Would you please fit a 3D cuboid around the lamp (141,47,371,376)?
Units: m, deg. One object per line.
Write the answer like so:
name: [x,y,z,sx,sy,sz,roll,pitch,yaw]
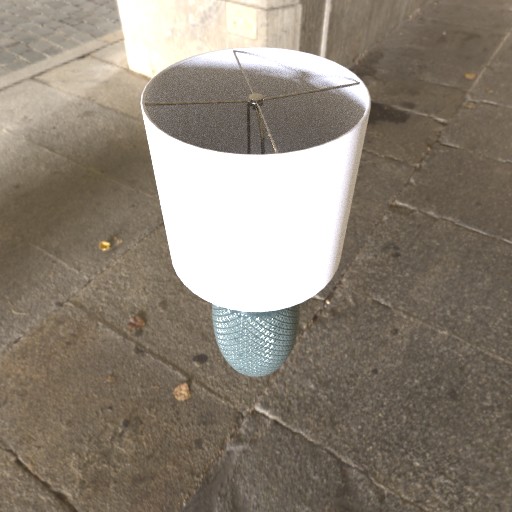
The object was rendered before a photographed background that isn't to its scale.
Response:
lamp: [0.000,0.000,0.586,0.217,0.453,0.217,-9,47,-8]
